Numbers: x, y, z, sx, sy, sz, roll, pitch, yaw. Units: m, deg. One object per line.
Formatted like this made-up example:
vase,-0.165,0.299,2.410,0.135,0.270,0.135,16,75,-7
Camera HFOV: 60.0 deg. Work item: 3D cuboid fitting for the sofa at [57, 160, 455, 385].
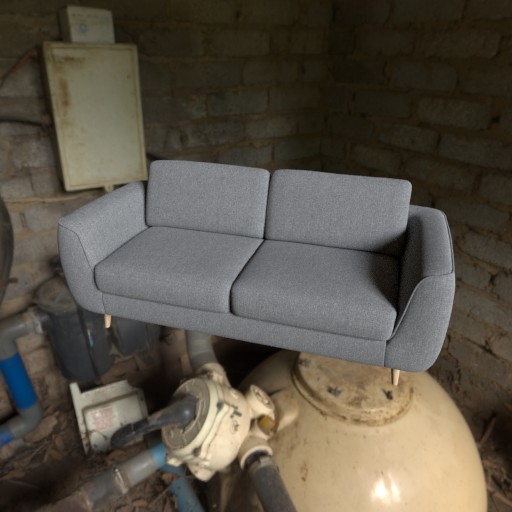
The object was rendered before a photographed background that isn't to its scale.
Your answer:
sofa,0.000,0.000,2.480,2.000,0.870,0.920,8,27,16
